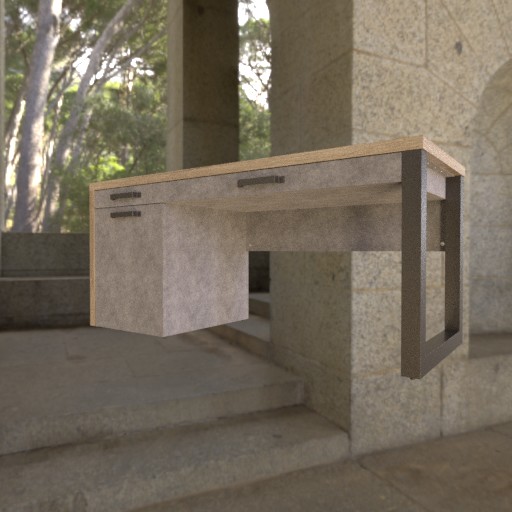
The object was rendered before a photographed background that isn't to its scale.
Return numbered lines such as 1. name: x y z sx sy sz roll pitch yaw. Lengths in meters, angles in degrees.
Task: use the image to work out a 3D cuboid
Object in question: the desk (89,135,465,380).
1. desk: 0.000 0.000 2.108 1.700 0.760 0.690 1 1 35
